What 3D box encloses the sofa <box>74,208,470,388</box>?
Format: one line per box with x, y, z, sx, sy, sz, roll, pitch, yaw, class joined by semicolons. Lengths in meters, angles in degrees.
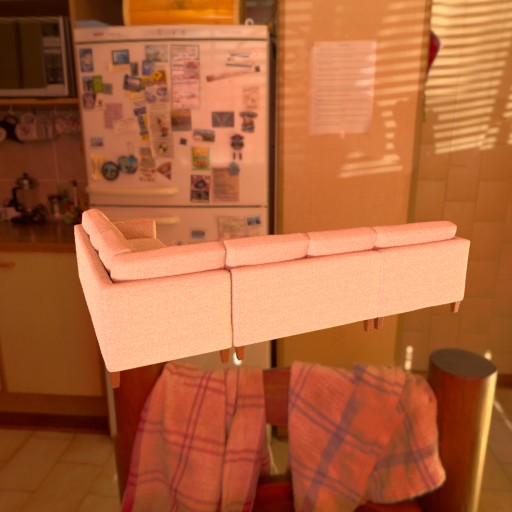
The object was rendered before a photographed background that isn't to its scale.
0.000;0.000;4.765;3.460;0.961;2.594;-7;16;-24;sofa
